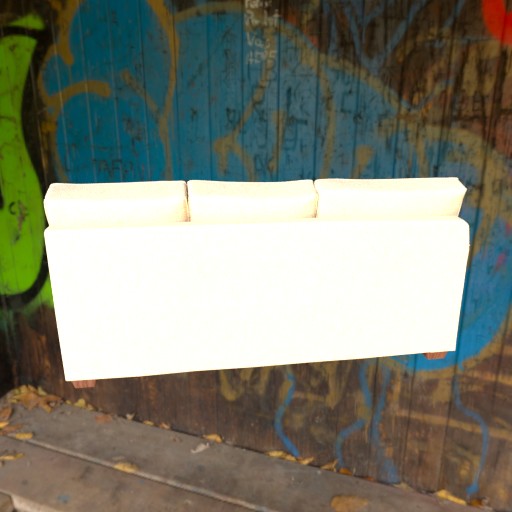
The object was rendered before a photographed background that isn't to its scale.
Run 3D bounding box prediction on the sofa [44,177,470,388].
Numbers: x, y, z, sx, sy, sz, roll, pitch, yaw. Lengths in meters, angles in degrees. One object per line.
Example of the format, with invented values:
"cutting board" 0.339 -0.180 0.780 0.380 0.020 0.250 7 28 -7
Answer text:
"sofa" 0.000 0.000 2.524 1.962 0.946 1.034 -2 17 -8
